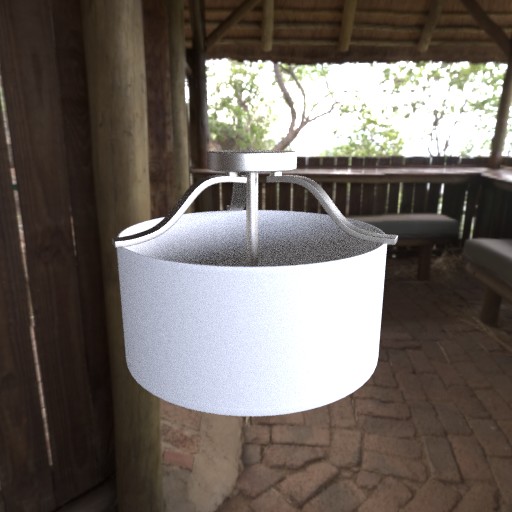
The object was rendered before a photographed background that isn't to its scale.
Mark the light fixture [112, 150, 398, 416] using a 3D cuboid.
[{"bbox_3d":[0.000,0.000,0.658,0.395,0.304,0.395,0,15,0],"label":"light fixture"}]
